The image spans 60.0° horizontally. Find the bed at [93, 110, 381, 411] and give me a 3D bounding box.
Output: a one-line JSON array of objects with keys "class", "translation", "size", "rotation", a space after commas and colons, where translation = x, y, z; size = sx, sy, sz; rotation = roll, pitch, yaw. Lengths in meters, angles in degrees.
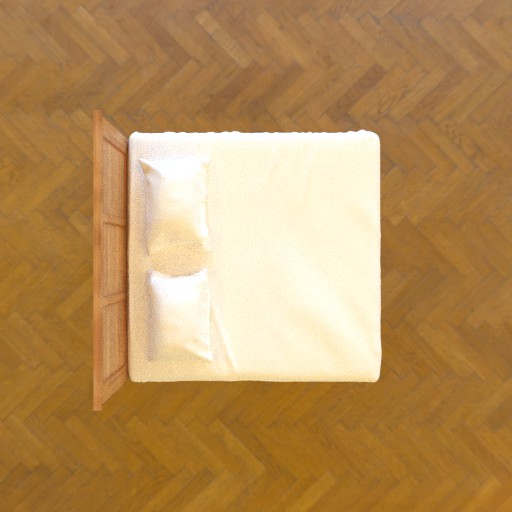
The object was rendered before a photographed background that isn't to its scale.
[{"class": "bed", "translation": [0.000, 0.000, 3.570], "size": [2.215, 1.270, 2.317], "rotation": [0, 90, 0]}]
